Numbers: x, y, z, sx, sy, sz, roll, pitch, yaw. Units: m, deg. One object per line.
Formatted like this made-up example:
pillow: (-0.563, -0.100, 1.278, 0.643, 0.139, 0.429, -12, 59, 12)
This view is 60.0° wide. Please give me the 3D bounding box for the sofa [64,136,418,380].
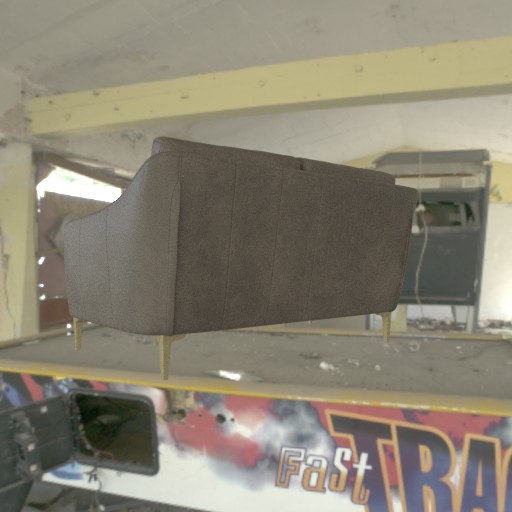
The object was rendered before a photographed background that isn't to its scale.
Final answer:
sofa: (0.000, 0.000, 2.218, 1.619, 0.902, 0.960, 0, 0, -35)
